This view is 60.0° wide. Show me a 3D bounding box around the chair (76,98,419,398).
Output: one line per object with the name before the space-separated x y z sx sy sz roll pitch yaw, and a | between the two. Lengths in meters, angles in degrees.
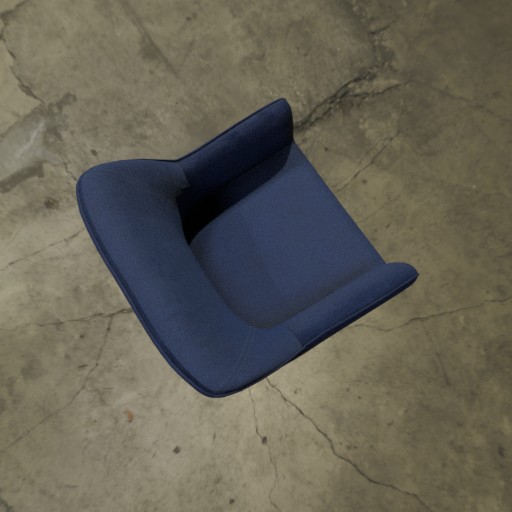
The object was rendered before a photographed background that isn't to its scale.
chair | 0.000 0.000 1.244 0.600 0.820 0.600 -33 79 -7
